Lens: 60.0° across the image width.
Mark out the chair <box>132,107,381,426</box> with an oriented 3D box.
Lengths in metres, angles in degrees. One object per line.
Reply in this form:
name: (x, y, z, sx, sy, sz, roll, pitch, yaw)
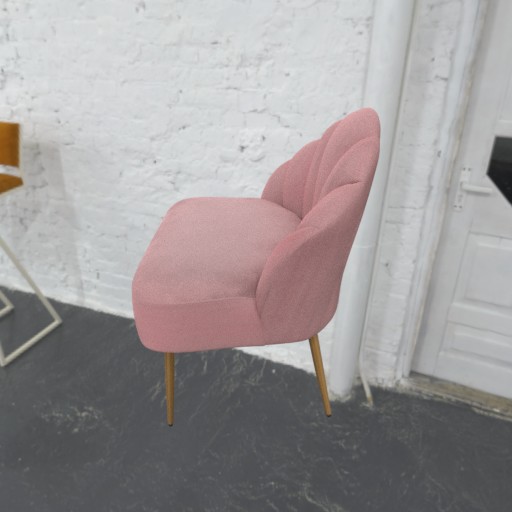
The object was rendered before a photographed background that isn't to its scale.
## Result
chair: (0.000, 0.000, 1.282, 0.599, 0.819, 0.657, 0, 27, 1)
